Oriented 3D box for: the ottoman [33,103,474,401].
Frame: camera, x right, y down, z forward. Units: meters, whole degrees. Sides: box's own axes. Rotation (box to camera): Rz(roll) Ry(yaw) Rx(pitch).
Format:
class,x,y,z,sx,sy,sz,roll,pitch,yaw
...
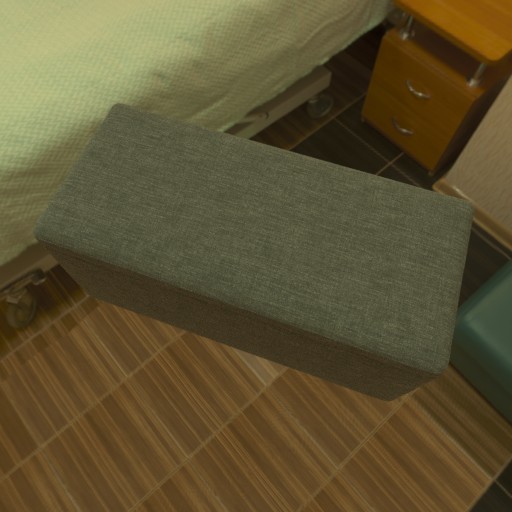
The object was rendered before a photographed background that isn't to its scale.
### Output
class,x,y,z,sx,sy,sz,roll,pitch,yaw
ottoman,0.000,0.000,1.122,0.902,0.432,0.419,18,66,8
